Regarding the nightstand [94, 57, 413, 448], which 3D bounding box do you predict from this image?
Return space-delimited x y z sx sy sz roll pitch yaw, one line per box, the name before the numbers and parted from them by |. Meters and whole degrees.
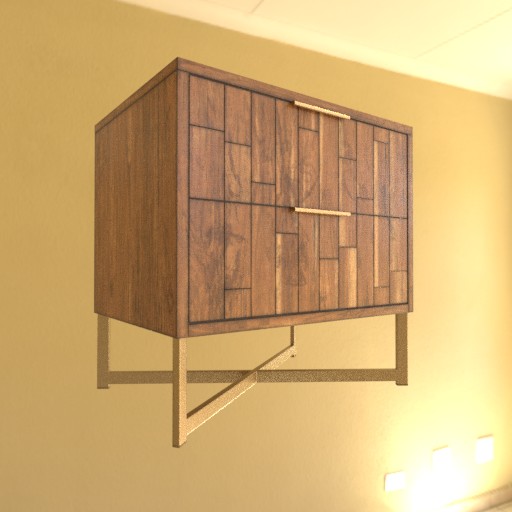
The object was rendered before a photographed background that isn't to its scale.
nightstand | 0.000 0.000 1.032 0.610 0.610 0.446 1 -1 -36
